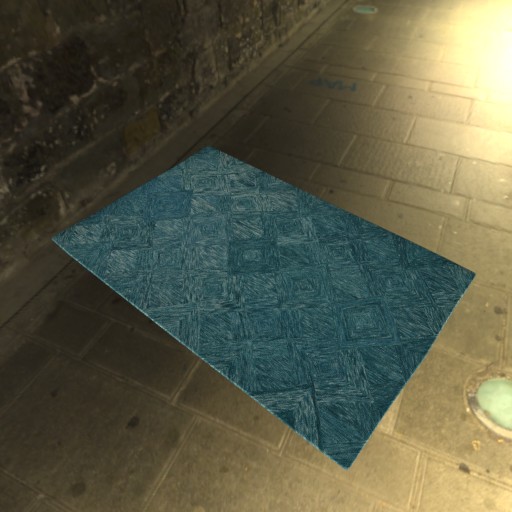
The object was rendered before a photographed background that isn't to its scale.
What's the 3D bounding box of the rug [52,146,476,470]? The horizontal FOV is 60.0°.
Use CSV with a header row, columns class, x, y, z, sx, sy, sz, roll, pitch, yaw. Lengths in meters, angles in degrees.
class,x,y,z,sx,sy,sz,roll,pitch,yaw
rug,0.000,0.000,2.125,1.728,0.017,1.136,31,53,27
